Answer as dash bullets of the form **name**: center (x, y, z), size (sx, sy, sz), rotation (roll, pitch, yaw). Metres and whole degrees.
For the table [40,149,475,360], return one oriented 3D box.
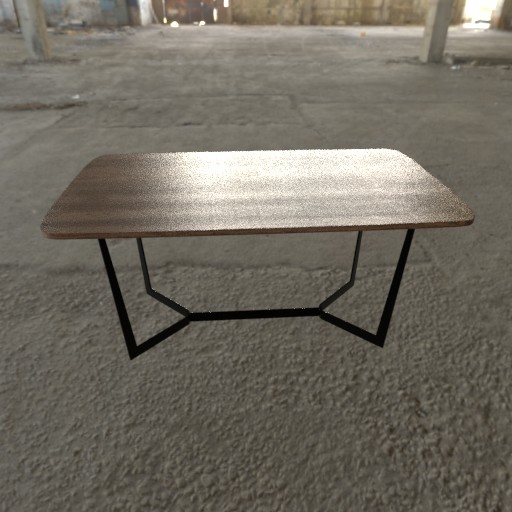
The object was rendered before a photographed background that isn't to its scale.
- **table**: center (0.000, 0.000, 2.169), size (1.643, 0.765, 0.949), rotation (-2, 30, -3)
